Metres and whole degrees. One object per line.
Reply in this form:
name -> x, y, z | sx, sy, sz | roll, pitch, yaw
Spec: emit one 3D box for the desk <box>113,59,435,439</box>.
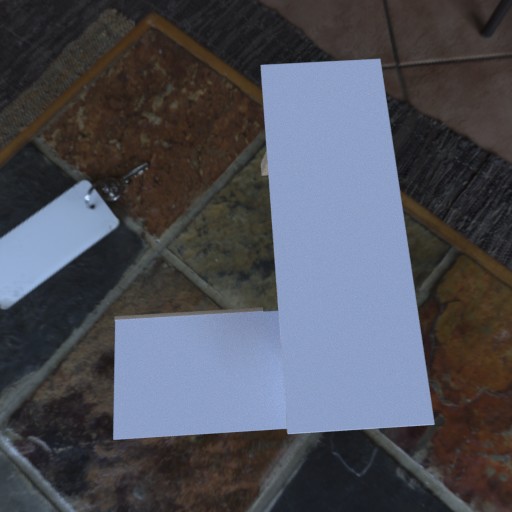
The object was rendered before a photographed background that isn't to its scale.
desk -> 0.000, 0.000, 1.992 | 1.098, 0.755, 1.404 | -3, 76, -1
